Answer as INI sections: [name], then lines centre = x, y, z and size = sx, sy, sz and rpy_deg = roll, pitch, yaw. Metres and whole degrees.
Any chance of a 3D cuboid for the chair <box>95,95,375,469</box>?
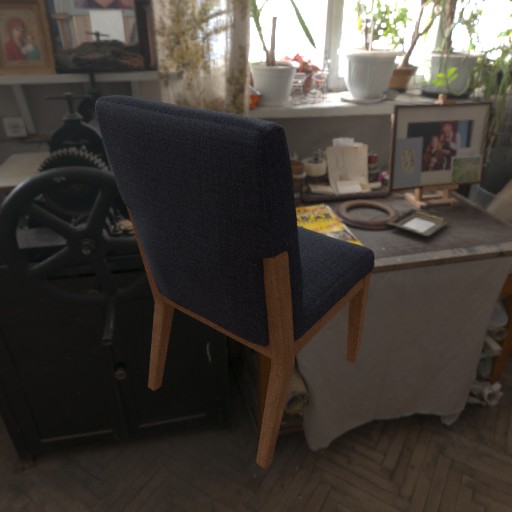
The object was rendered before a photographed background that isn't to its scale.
[chair]
centre = 0.000, 0.000, 1.271
size = 0.507, 0.911, 0.586
rpy_deg = 21, 36, 32
